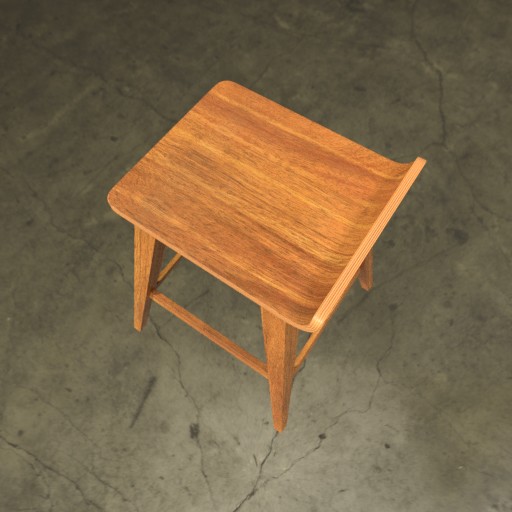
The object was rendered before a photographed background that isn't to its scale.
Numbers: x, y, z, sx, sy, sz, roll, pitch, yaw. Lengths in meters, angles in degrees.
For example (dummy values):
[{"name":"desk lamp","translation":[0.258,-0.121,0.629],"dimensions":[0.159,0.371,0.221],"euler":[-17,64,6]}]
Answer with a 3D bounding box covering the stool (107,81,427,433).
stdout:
[{"name":"stool","translation":[0.000,0.000,1.002],"dimensions":[0.500,0.650,0.500],"euler":[31,68,15]}]
